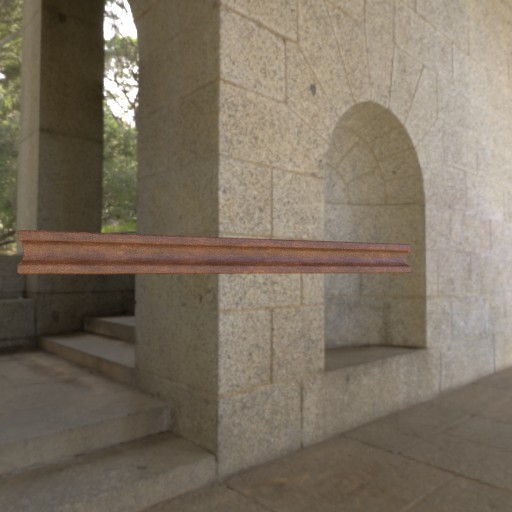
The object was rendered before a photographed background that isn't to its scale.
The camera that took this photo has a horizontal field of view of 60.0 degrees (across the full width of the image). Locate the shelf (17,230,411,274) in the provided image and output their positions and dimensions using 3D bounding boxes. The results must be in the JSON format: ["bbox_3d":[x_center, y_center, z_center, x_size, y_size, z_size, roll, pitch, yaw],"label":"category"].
[{"bbox_3d":[0.000,0.000,0.441,0.296,0.035,0.296,-1,-2,18],"label":"shelf"}]
